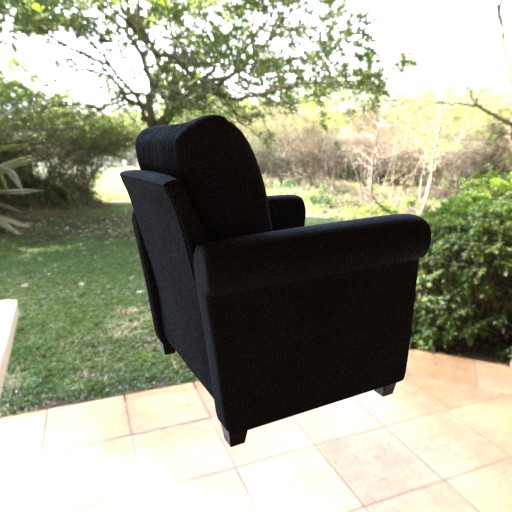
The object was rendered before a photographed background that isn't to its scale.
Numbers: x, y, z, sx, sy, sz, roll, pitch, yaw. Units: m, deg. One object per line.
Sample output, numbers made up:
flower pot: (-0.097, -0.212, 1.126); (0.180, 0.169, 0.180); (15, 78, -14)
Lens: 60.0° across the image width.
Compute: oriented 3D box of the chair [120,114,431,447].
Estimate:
chair: (0.000, 0.000, 1.627); (0.828, 0.942, 0.867); (-7, 15, -27)
